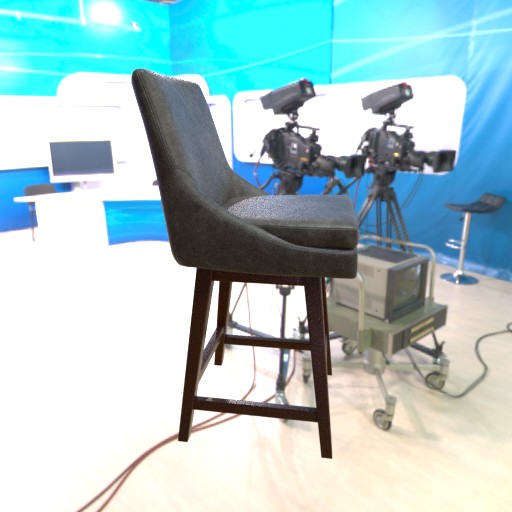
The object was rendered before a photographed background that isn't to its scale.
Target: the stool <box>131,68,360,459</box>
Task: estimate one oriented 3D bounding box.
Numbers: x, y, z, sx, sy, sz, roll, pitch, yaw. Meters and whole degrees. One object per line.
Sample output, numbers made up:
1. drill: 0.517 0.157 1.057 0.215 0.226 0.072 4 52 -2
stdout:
1. stool: 0.000 0.000 1.369 0.587 1.046 0.492 3 17 9
